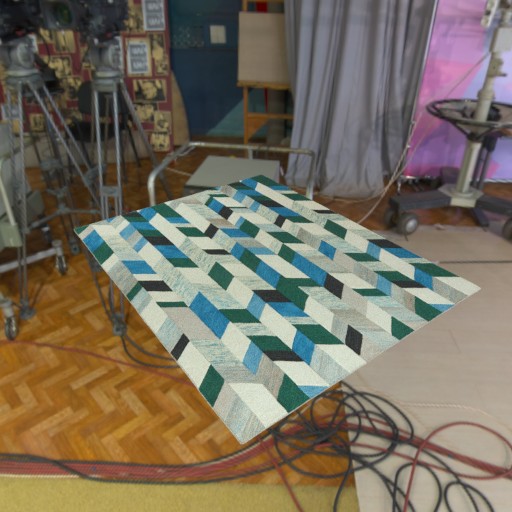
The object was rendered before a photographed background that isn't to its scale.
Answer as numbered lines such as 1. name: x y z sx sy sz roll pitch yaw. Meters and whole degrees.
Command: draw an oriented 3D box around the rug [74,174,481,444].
1. rug: 0.000 0.000 4.108 2.440 0.008 3.036 -22 39 -30
